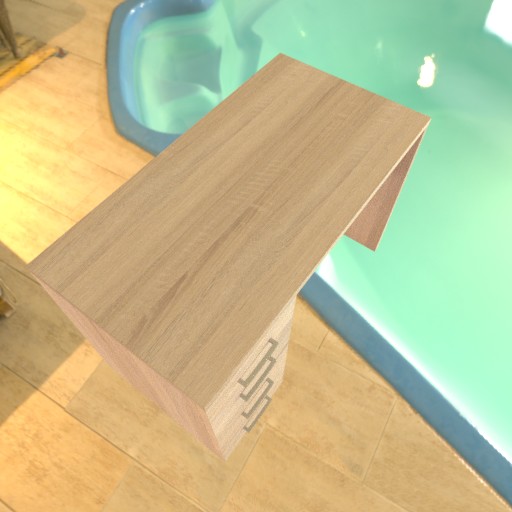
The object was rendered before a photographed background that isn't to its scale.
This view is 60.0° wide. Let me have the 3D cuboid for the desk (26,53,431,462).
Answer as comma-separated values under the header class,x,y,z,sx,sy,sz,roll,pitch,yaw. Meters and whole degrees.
class,x,y,z,sx,sy,sz,roll,pitch,yaw
desk,0.000,0.000,1.541,0.600,0.731,1.100,32,63,19
